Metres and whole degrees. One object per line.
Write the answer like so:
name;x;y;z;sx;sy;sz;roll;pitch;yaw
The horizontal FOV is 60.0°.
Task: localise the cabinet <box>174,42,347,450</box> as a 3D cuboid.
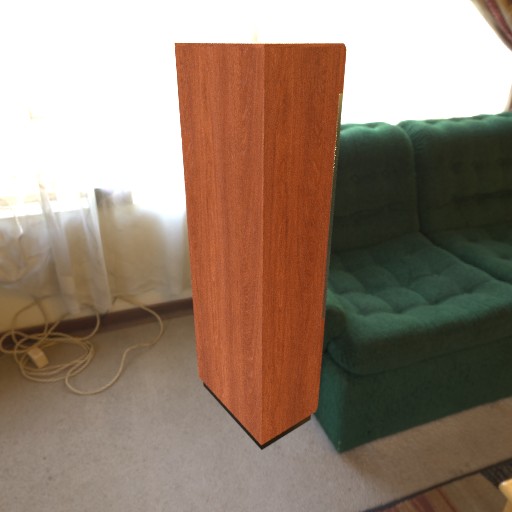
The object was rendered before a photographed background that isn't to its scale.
cabinet;0.000;0.000;2.282;0.420;1.980;0.660;-18;32;-32
